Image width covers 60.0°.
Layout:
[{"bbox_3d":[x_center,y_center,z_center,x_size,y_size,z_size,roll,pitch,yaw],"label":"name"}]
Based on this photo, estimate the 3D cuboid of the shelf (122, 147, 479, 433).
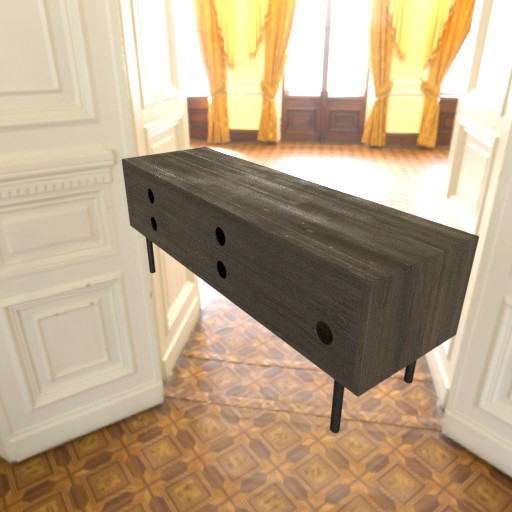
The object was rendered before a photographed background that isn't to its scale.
[{"bbox_3d":[0.000,0.000,1.551,0.400,0.495,1.300,-18,31,-33],"label":"shelf"}]
